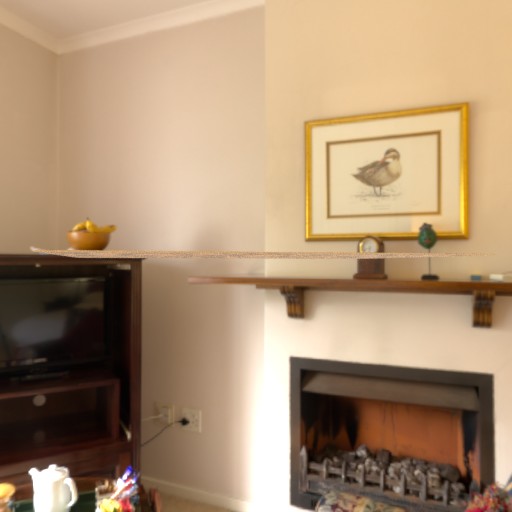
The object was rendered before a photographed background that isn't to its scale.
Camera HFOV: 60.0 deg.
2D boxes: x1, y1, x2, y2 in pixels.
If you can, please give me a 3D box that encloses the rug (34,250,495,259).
[{"bbox_3d":[0.000,0.000,2.817,2.284,0.008,1.522,0,-1,-16],"label":"rug"}]
